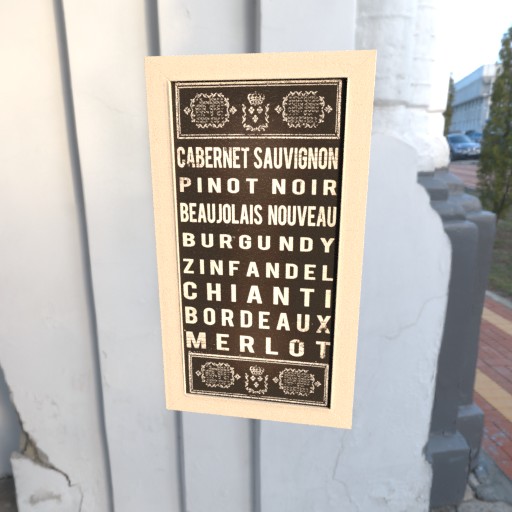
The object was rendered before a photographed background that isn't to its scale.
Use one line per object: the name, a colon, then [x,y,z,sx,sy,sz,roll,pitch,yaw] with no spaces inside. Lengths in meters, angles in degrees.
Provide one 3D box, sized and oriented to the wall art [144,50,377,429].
wall art: [0.000,0.000,0.813,0.380,0.683,0.013,3,16,9]
